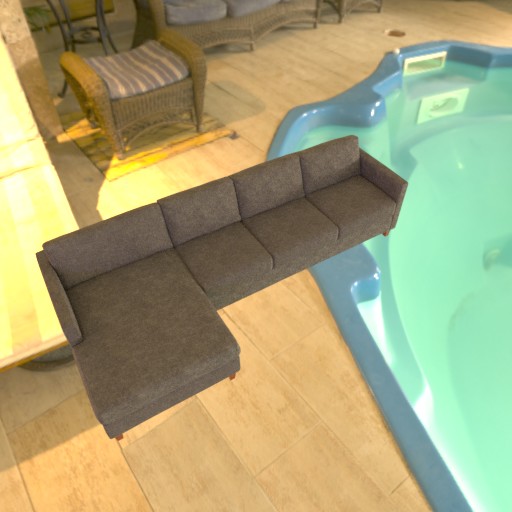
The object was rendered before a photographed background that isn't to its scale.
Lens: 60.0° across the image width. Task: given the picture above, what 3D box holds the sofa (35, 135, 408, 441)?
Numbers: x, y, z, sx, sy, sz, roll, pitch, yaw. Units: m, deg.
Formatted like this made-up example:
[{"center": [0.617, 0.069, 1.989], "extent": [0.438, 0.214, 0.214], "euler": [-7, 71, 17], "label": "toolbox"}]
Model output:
[{"center": [0.000, 0.000, 4.103], "extent": [3.471, 0.954, 1.606], "euler": [-23, 50, -21], "label": "sofa"}]
